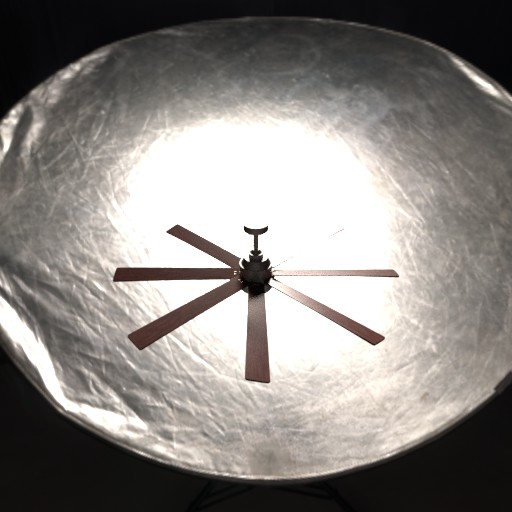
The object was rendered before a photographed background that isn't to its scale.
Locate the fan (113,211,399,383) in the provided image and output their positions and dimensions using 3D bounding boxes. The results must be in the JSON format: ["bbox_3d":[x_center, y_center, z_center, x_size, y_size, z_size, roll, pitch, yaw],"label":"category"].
[{"bbox_3d":[0.000,0.000,2.804,1.830,0.472,1.830,0,31,0],"label":"fan"}]
